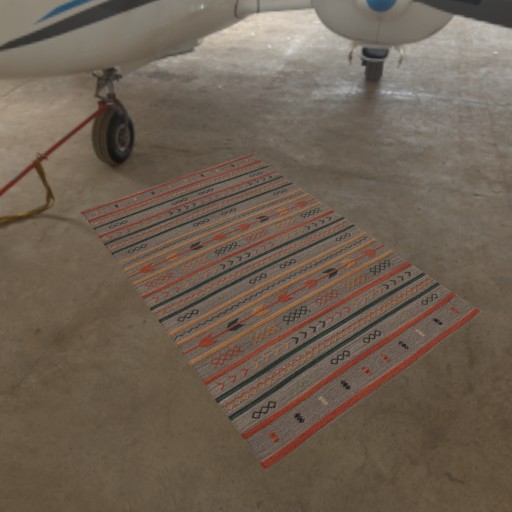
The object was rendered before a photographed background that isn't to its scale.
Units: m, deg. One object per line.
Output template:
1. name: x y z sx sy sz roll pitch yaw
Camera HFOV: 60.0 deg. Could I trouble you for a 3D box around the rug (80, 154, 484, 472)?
1. rug: 0.000 0.000 2.297 1.220 0.017 1.835 -25 47 -26
